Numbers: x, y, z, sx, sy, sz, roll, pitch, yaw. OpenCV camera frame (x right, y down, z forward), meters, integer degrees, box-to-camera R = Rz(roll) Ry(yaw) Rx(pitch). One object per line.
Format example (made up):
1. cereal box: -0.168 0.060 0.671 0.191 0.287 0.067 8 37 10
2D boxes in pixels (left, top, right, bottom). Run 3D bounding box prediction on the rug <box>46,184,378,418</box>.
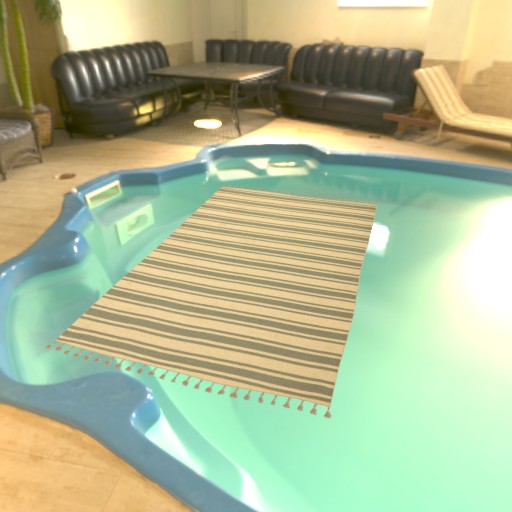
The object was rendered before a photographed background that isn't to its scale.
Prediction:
1. rug: 0.000 0.000 2.572 1.222 0.009 2.084 9 31 16
